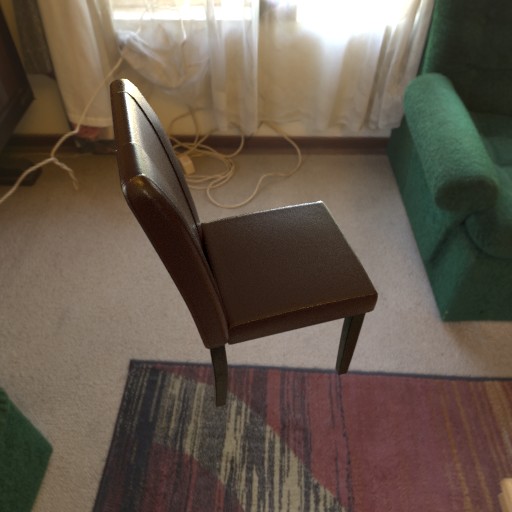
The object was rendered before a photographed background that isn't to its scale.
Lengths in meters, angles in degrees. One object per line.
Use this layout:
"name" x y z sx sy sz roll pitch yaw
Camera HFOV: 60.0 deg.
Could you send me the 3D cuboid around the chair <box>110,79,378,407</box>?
"chair" 0.000 0.000 1.197 0.556 0.897 0.399 -11 48 -11
